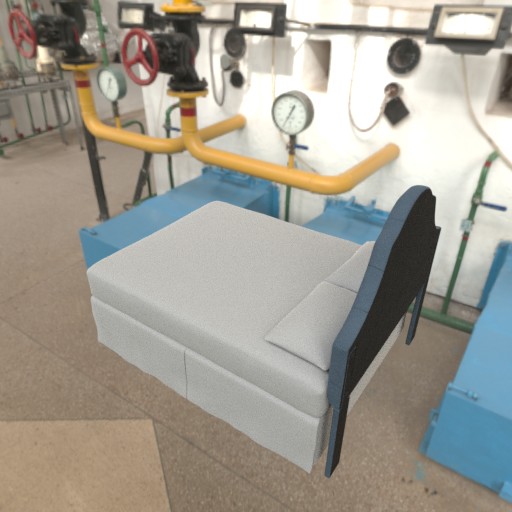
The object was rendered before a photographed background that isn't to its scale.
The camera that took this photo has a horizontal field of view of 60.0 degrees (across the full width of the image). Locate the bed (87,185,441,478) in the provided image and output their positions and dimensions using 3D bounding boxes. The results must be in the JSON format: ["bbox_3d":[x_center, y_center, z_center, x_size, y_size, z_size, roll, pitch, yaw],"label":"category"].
[{"bbox_3d":[0.000,0.000,3.276,2.155,1.575,1.636,21,37,30],"label":"bed"}]
